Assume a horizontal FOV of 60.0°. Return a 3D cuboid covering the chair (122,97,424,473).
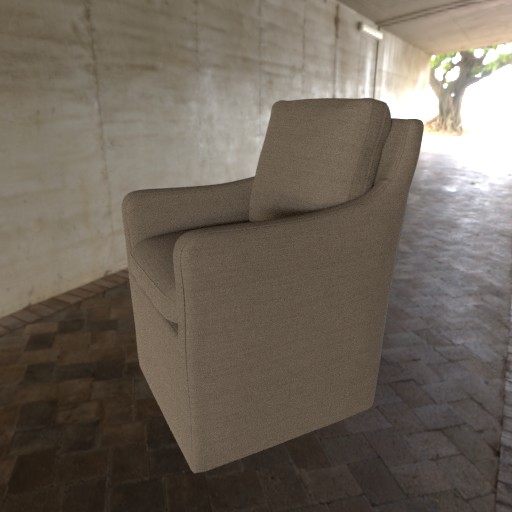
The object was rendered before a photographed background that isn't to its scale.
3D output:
[{"bbox_3d":[0.000,0.000,1.359,0.694,0.914,0.626,-9,20,-26],"label":"chair"}]
